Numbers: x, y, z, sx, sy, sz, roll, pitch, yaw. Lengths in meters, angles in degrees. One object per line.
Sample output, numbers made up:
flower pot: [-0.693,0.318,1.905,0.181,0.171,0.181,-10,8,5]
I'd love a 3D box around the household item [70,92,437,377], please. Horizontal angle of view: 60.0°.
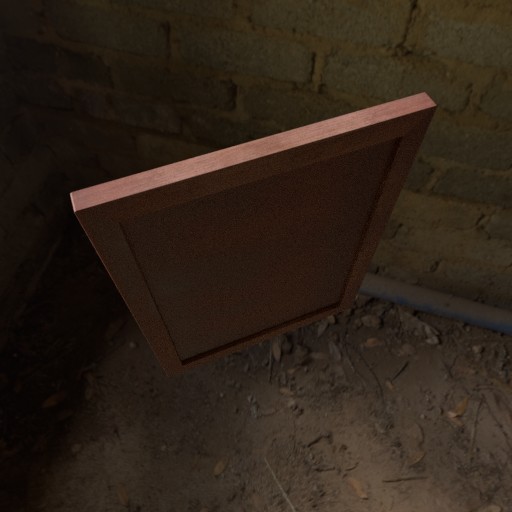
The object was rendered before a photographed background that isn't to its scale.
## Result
household item: [0.000,0.000,0.539,0.310,0.407,0.067,-19,60,-11]
